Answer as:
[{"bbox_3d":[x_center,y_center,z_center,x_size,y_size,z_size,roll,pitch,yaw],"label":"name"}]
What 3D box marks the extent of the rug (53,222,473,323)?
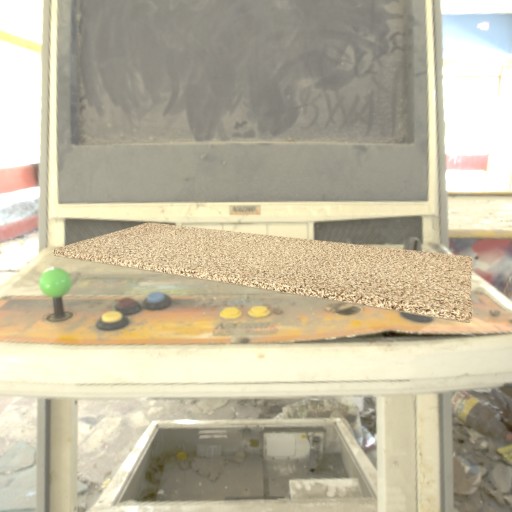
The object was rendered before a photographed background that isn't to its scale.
[{"bbox_3d":[0.000,0.000,1.721,1.524,0.030,0.609,7,17,24],"label":"rug"}]
